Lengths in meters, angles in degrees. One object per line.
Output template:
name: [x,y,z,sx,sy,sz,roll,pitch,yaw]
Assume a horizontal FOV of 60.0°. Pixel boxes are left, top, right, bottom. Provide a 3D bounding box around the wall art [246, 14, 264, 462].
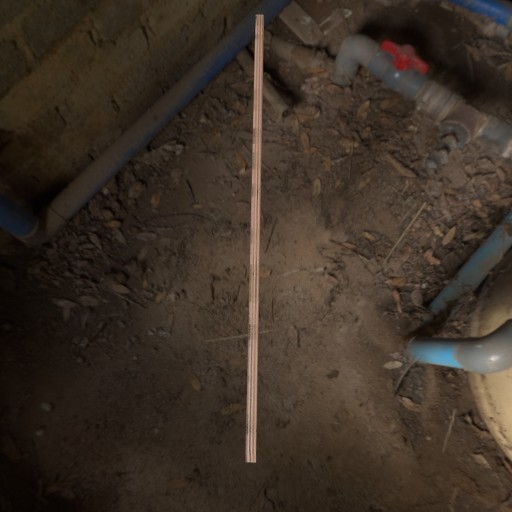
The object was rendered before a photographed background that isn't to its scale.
wall art: [0.000,0.000,0.679,0.010,0.408,0.508,1,75,0]
